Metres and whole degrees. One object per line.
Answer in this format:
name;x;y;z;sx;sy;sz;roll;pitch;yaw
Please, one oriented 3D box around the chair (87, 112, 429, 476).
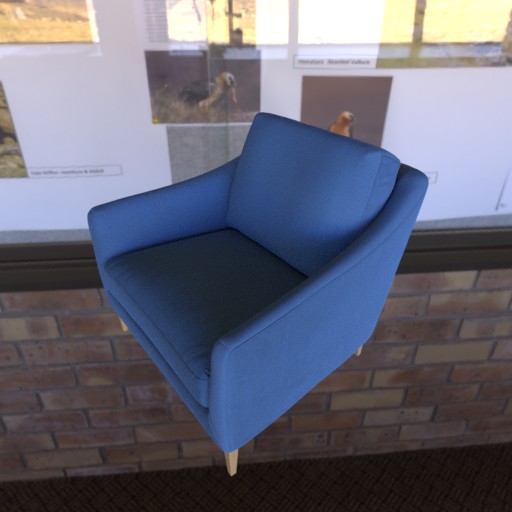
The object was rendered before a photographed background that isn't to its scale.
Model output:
chair;0.000;0.000;1.697;0.961;0.899;0.987;-22;38;-31
